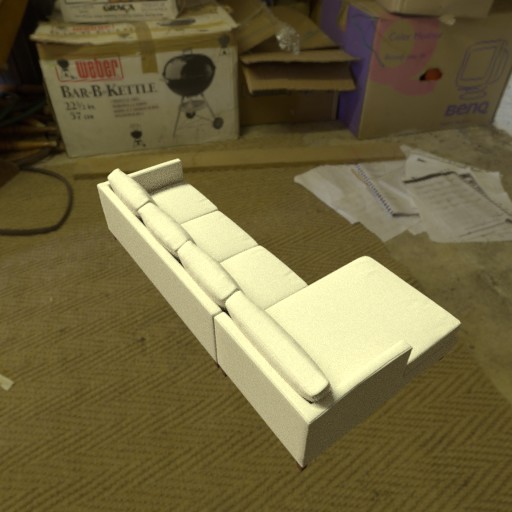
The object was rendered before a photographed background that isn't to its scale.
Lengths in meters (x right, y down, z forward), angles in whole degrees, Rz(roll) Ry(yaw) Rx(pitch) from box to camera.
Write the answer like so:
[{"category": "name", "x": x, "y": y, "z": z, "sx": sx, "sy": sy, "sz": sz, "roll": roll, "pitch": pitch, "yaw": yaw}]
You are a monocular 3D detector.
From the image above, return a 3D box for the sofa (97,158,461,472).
[{"category": "sofa", "x": 0.000, "y": 0.000, "z": 3.989, "sx": 1.625, "sy": 0.846, "sz": 3.186, "roll": -26, "pitch": 47, "yaw": -27}]
